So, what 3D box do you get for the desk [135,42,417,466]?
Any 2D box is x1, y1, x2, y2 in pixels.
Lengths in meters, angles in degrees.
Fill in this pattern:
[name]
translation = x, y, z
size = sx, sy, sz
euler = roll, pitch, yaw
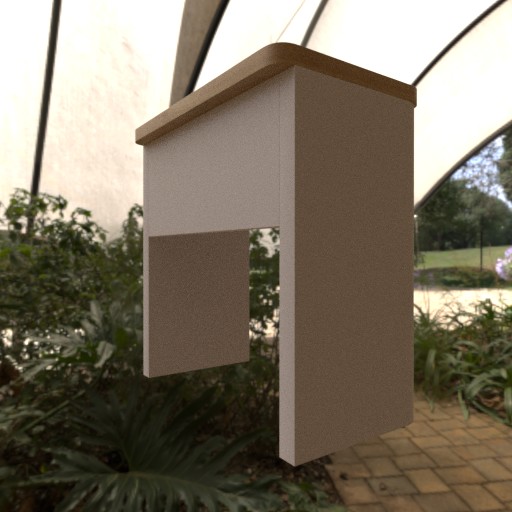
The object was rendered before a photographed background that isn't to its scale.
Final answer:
[desk]
translation = 0.000, 0.000, 1.235
size = 0.440, 0.790, 0.760
euler = 0, 0, -35
